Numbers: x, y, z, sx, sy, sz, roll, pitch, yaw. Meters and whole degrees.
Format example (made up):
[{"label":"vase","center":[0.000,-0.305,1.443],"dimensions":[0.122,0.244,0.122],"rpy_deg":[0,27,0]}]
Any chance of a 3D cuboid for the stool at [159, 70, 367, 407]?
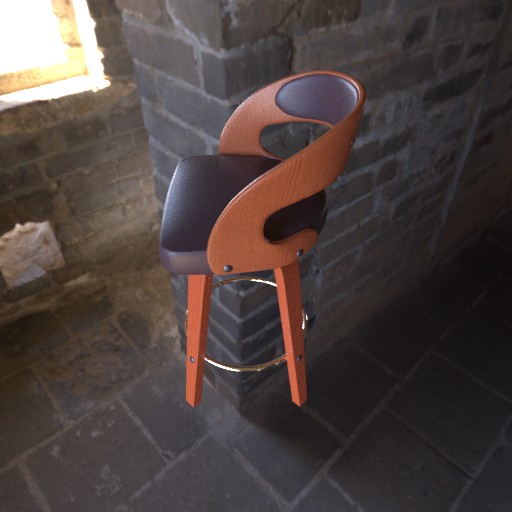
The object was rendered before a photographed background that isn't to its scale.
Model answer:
[{"label":"stool","center":[0.000,0.000,1.233],"dimensions":[0.457,0.940,0.457],"rpy_deg":[0,41,0]}]
